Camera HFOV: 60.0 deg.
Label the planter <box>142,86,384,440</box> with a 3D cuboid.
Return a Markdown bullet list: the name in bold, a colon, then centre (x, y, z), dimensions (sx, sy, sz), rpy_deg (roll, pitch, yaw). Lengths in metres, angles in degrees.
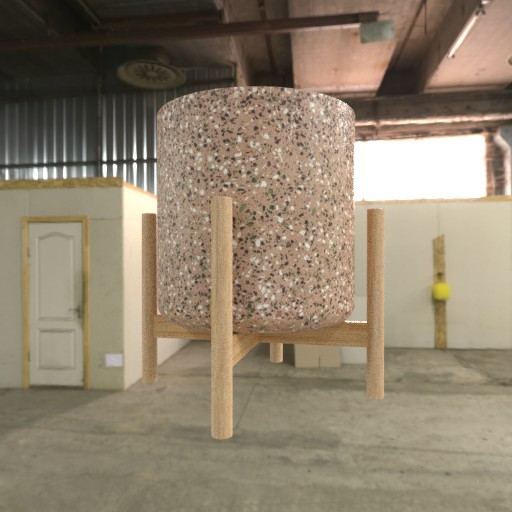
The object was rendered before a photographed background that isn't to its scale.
- **planter**: centre (0.000, 0.000, 0.697), dimensions (0.360, 0.419, 0.360), rpy_deg (0, 1, 35)
